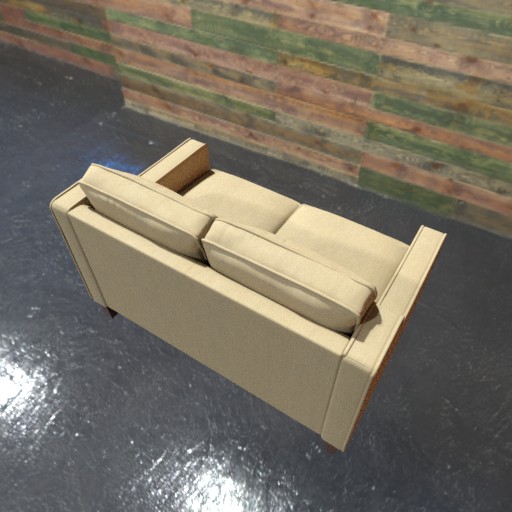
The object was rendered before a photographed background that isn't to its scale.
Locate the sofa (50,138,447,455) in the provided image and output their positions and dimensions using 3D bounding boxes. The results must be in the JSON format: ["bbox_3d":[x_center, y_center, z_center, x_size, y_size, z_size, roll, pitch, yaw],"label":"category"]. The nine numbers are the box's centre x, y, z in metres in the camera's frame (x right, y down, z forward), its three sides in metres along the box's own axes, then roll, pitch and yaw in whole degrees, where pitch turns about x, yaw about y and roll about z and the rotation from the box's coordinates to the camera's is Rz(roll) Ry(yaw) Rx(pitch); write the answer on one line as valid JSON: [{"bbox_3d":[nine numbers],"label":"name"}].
[{"bbox_3d":[0.000,0.000,2.159,1.501,0.971,0.987,25,52,22],"label":"sofa"}]
